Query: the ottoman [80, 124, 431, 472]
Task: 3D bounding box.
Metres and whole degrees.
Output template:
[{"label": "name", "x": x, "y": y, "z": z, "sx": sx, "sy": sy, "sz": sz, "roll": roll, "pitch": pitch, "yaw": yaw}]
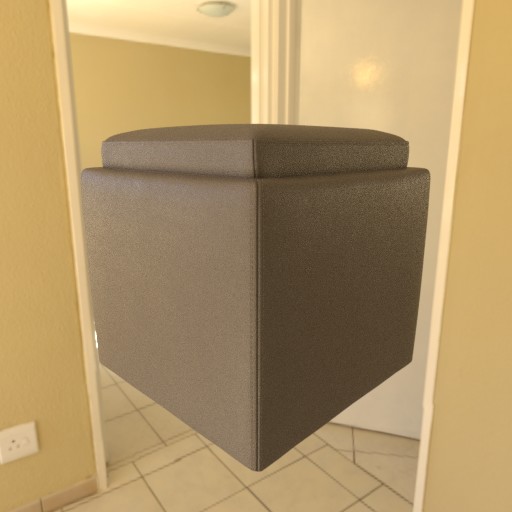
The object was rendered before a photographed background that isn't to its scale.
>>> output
[{"label": "ottoman", "x": 0.000, "y": 0.000, "z": 0.811, "sx": 0.450, "sy": 0.460, "sz": 0.451, "roll": 13, "pitch": 19, "yaw": 43}]
